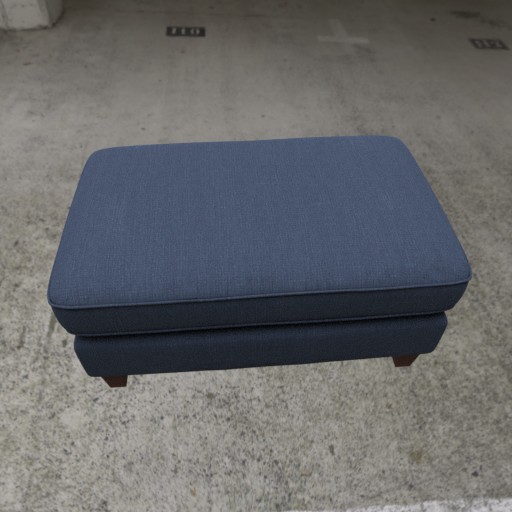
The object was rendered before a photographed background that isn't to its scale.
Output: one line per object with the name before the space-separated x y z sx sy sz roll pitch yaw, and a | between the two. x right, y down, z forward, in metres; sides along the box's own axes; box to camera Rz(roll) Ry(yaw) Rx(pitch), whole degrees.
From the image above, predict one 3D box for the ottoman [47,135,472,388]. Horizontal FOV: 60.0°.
ottoman | 0.000 0.000 1.181 0.885 0.438 0.570 -3 47 -3
